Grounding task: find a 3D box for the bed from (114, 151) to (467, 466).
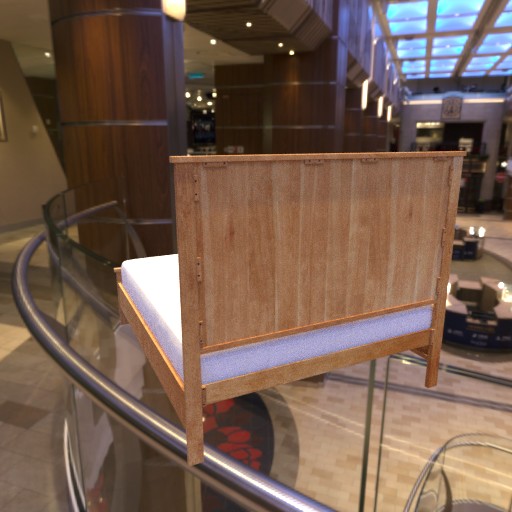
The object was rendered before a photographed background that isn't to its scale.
[{"bbox_3d":[0.000,0.000,4.146,2.225,1.938,2.530,-7,16,-25],"label":"bed"}]
